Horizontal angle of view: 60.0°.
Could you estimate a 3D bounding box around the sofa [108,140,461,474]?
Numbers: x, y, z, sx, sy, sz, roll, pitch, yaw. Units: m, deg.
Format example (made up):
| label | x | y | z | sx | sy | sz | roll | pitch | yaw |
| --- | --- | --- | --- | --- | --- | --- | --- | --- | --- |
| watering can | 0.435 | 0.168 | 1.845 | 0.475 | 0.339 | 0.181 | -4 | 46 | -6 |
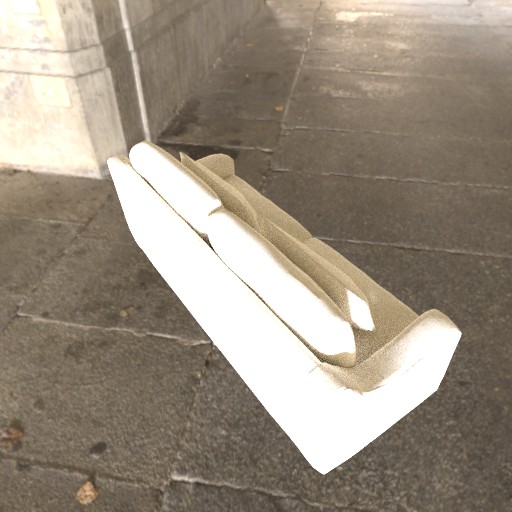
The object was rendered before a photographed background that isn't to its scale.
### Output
| label | x | y | z | sx | sy | sz | roll | pitch | yaw |
| --- | --- | --- | --- | --- | --- | --- | --- | --- | --- |
| sofa | 0.000 | 0.000 | 2.948 | 1.009 | 1.022 | 2.470 | -24 | 46 | -26 |
